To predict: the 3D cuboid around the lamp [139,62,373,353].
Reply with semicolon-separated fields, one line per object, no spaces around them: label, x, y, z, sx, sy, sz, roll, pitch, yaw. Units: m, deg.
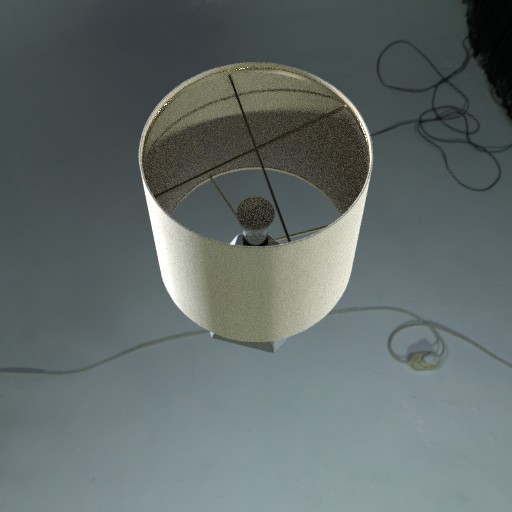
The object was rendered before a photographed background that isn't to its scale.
lamp;0.000;0.000;0.661;0.276;0.501;0.276;0;64;0
